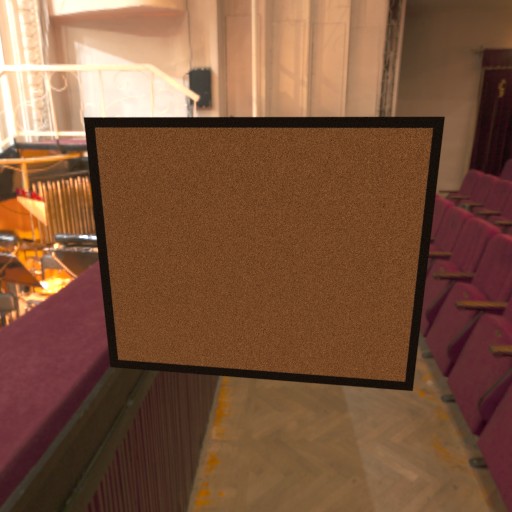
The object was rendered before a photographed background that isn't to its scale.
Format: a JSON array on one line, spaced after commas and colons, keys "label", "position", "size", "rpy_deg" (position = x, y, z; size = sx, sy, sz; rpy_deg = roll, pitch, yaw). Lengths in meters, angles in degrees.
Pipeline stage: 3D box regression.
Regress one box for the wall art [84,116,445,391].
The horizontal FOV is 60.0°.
[{"label": "wall art", "position": [0.000, 0.000, 0.543], "size": [0.397, 0.325, 0.028], "rpy_deg": [2, 17, 8]}]
